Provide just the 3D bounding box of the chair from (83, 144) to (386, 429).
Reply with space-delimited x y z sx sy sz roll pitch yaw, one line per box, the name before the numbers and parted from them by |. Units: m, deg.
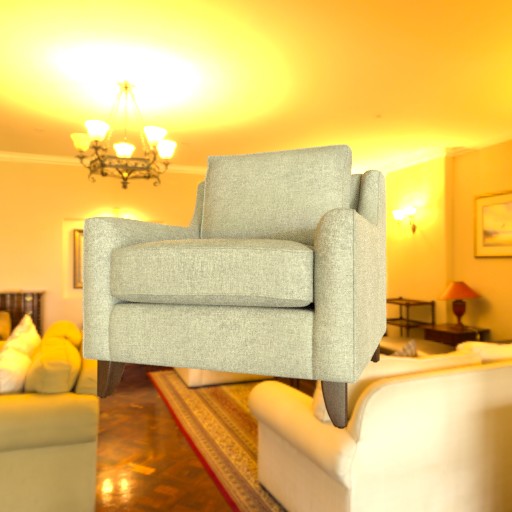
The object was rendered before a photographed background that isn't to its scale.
chair | 0.000 0.000 1.571 0.838 0.864 0.918 0 -1 20
